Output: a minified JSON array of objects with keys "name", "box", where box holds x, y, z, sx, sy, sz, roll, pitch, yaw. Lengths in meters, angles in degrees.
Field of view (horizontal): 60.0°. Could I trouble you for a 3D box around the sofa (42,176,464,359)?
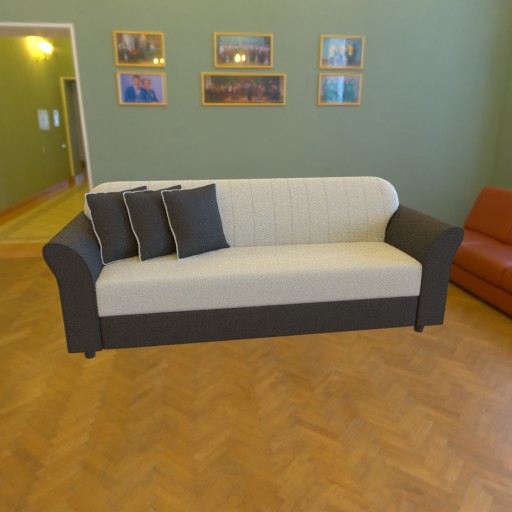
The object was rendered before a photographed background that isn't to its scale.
[{"name":"sofa","box":[0.000,0.000,2.478,2.001,0.787,0.755,-3,17,-9]}]
